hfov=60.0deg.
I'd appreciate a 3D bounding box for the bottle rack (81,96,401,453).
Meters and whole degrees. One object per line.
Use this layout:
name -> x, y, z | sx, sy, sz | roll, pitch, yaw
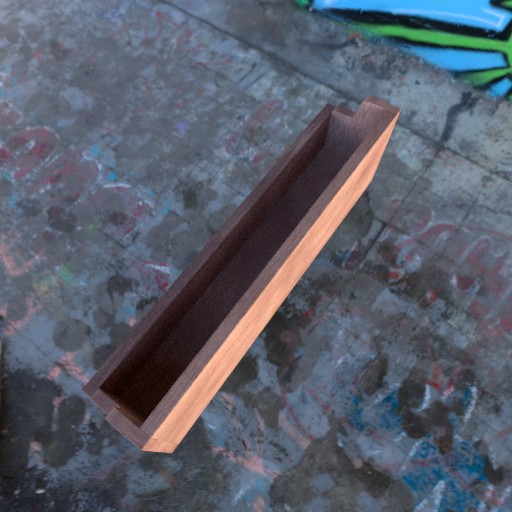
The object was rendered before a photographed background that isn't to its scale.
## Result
bottle rack -> 0.000, 0.000, 0.700 | 0.126, 0.196, 0.608 | 33, 69, 14
